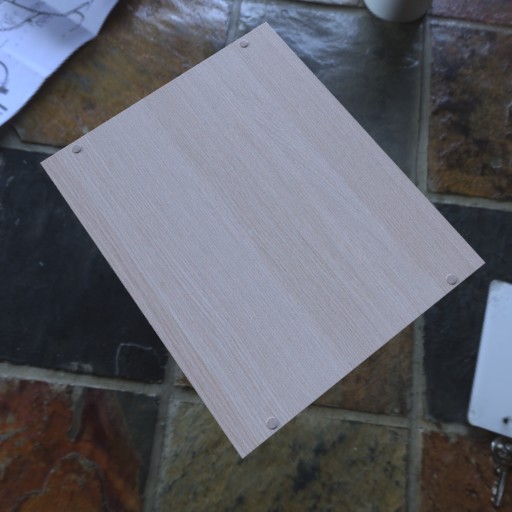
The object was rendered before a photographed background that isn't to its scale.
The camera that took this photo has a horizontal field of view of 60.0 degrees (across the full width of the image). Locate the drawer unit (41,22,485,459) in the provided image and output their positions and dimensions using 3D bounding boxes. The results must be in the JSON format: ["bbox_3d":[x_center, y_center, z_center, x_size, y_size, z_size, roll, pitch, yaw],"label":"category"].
[{"bbox_3d":[0.000,0.000,0.605,0.290,0.344,0.349,-36,78,-9],"label":"drawer unit"}]
